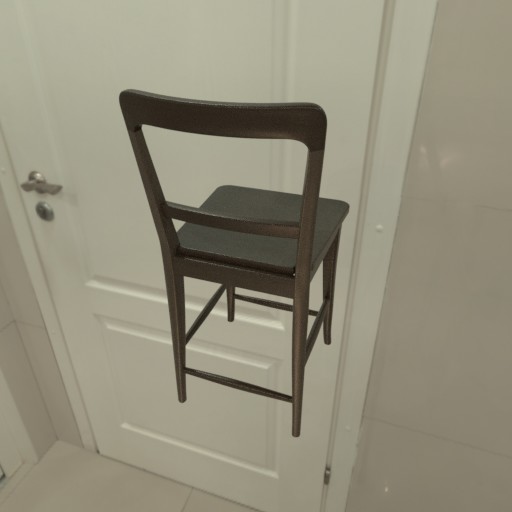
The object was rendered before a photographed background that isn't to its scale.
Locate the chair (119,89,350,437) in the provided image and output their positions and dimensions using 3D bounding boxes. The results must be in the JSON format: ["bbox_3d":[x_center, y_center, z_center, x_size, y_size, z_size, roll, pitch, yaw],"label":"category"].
[{"bbox_3d":[0.000,0.000,1.300,0.450,0.991,0.546,10,33,17],"label":"chair"}]
